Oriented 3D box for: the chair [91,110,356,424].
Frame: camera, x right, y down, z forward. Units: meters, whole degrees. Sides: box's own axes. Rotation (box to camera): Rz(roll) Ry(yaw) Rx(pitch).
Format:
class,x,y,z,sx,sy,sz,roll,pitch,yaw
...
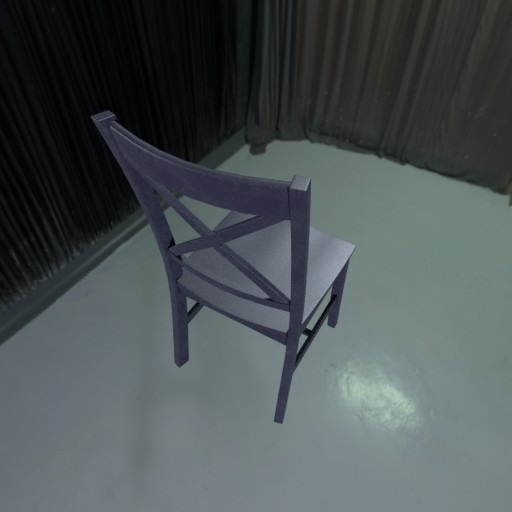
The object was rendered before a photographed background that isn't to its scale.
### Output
class,x,y,z,sx,sy,sz,roll,pitch,yaw
chair,0.000,0.000,1.308,0.485,0.983,0.542,23,50,21
